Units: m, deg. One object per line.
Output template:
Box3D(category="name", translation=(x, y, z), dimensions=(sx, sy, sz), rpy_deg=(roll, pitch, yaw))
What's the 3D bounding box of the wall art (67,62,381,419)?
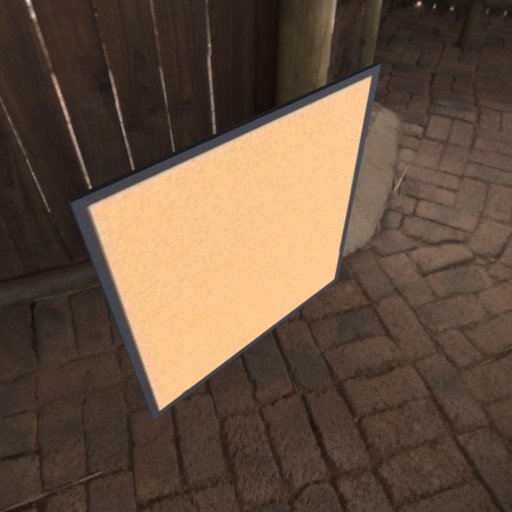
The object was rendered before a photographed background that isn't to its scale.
Box3D(category="wall art", translation=(0.000, 0.000, 1.215), dimensions=(0.823, 0.823, 0.013), rpy_deg=(-33, 54, -28))
